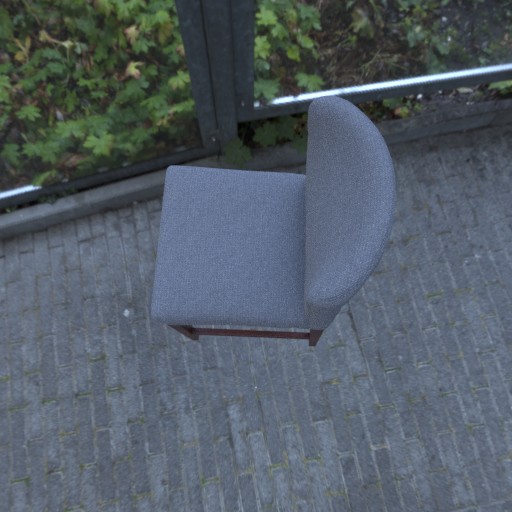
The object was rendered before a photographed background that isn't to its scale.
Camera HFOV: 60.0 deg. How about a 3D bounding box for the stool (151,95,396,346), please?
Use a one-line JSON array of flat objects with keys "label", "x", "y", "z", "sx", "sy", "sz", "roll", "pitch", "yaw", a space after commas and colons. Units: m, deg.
[{"label": "stool", "x": 0.000, "y": 0.000, "z": 1.398, "sx": 0.568, "sy": 1.069, "sz": 0.486, "roll": 2, "pitch": 74, "yaw": 1}]
